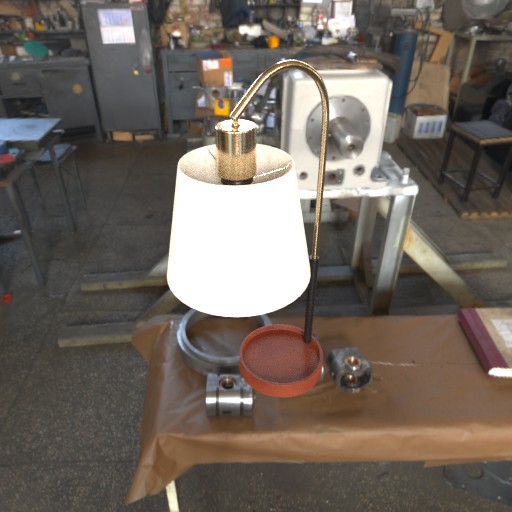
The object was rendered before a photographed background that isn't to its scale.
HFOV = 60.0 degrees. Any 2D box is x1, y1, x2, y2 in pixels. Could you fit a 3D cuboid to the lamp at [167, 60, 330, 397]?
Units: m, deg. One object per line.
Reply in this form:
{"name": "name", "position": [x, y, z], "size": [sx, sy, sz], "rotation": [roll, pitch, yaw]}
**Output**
{"name": "lamp", "position": [0.000, 0.000, 0.666], "size": [0.273, 0.536, 0.211], "rotation": [-22, 39, -30]}
